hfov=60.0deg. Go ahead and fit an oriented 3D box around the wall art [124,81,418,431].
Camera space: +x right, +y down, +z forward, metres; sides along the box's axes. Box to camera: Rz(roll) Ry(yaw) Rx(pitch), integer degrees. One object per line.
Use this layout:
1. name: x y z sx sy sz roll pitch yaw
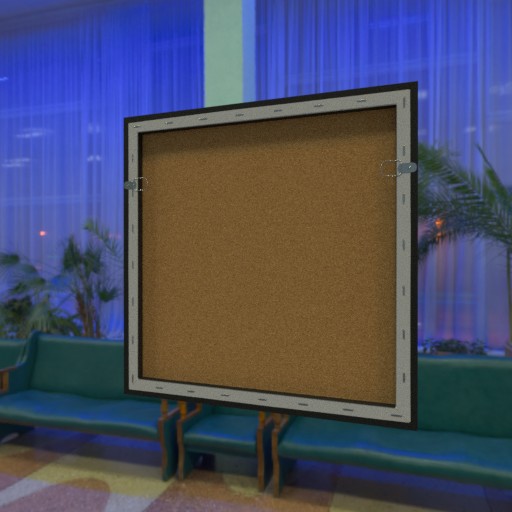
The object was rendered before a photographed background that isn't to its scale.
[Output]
1. wall art: 0.000 0.000 1.106 0.758 0.758 0.044 0 0 20
